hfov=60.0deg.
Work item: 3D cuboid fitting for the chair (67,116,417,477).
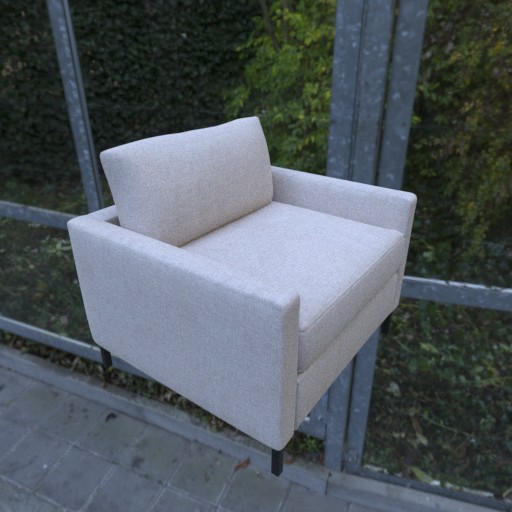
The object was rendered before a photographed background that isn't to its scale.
[{"bbox_3d":[0.000,0.000,1.633,0.866,0.861,0.963,18,32,32],"label":"chair"}]
